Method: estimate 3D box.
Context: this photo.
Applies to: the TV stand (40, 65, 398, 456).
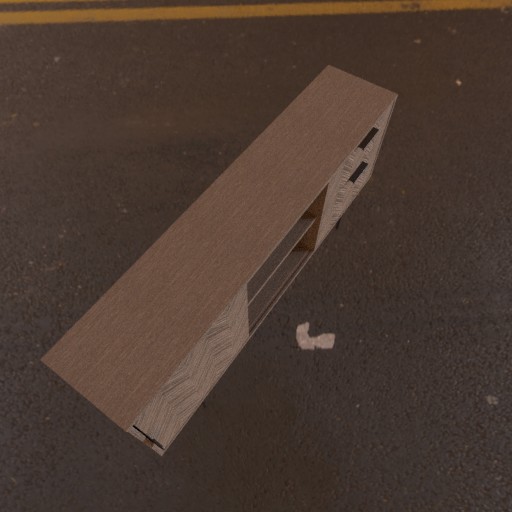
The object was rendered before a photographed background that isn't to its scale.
[{"bbox_3d":[0.000,0.000,2.064,0.405,0.787,1.804,31,64,17],"label":"TV stand"}]
